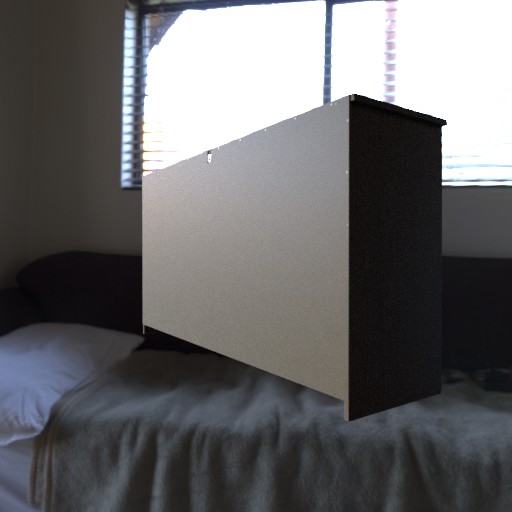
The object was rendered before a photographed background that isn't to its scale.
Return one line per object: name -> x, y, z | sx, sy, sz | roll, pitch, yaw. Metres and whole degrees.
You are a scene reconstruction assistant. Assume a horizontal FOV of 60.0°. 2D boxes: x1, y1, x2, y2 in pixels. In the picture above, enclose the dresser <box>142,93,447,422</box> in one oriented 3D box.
dresser -> 0.000, 0.000, 1.681 | 0.401, 0.755, 1.360 | 0, 1, -34
